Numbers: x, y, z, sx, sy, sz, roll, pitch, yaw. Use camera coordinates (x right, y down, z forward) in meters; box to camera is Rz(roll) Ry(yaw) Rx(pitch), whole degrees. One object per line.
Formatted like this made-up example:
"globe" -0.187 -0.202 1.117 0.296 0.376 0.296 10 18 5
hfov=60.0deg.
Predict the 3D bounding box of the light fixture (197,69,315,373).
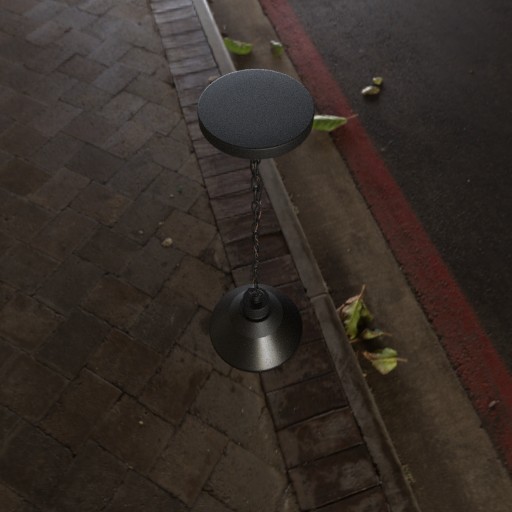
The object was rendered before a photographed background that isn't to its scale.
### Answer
"light fixture" 0.000 0.000 0.703 0.201 0.588 0.201 14 60 8
